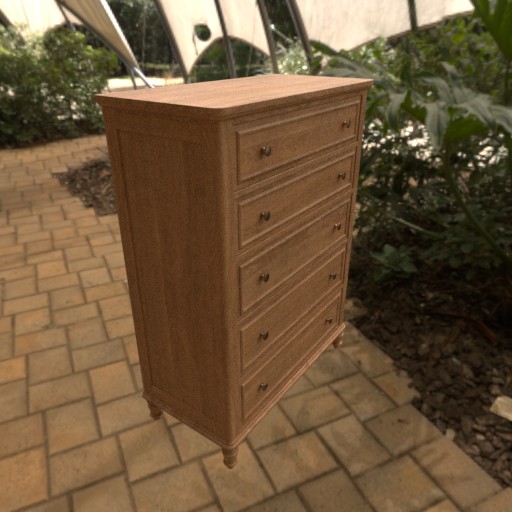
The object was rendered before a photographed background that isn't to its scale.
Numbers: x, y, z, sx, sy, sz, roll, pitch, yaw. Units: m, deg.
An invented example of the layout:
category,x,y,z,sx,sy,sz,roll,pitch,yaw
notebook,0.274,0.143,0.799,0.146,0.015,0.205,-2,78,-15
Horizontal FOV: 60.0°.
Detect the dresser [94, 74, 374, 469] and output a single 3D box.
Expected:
category,x,y,z,sx,sy,sz,roll,pitch,yaw
dresser,0.000,0.000,1.832,0.484,1.318,0.973,18,32,32
